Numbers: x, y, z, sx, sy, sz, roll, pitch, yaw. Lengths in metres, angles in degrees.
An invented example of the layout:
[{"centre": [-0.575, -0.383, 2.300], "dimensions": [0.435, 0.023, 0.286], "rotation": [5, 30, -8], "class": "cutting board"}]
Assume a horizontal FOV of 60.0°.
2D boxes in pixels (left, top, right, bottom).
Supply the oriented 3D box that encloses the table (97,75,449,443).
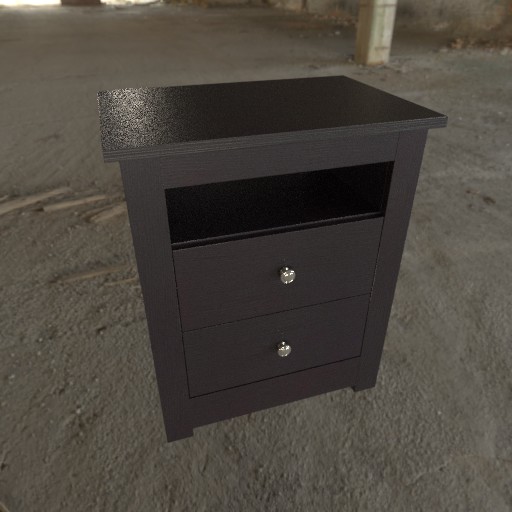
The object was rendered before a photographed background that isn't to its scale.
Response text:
[{"centre": [0.000, 0.000, 1.060], "dimensions": [0.589, 0.711, 0.408], "rotation": [-10, 34, -15], "class": "table"}]
